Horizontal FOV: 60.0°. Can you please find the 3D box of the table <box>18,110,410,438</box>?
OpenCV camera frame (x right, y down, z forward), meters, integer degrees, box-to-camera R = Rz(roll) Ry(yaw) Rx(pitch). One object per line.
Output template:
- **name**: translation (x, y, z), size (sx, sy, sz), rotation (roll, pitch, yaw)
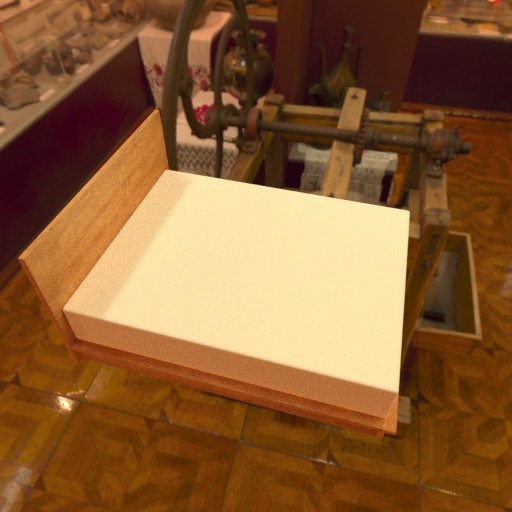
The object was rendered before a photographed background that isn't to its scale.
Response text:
- **table**: translation (0.000, 0.000, 3.092), size (2.149, 1.041, 1.707), rotation (11, 47, 11)
